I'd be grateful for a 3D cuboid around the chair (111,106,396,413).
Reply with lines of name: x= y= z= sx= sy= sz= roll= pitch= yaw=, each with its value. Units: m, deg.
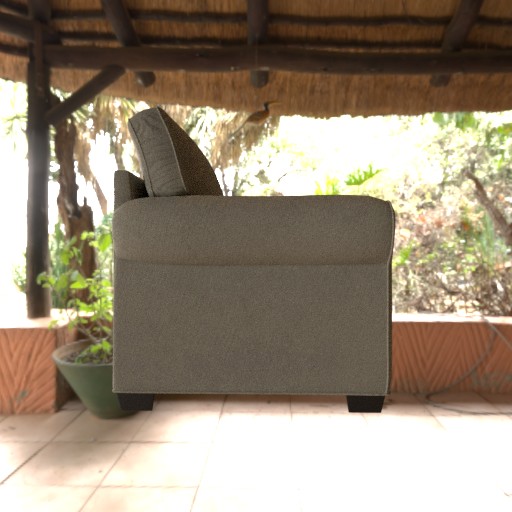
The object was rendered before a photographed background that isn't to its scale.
chair: x=0.000 y=0.000 z=1.944 sx=0.939 sy=1.044 sz=1.147 roll=0 pitch=0 yaw=2
